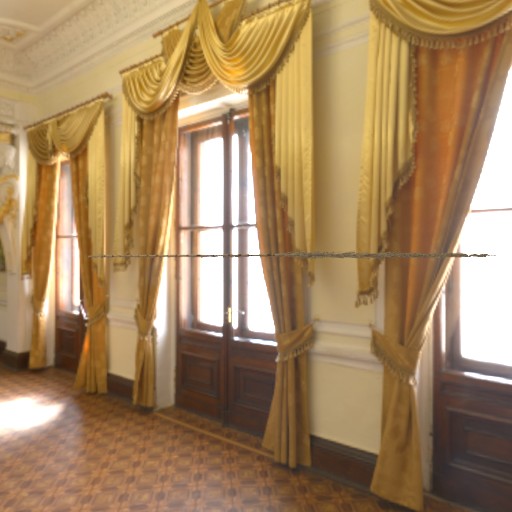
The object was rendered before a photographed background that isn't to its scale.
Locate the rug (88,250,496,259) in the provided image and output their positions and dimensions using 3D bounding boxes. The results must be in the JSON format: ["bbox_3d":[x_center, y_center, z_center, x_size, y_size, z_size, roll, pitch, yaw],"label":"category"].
[{"bbox_3d":[0.000,0.000,2.973,1.495,0.035,2.472,0,0,-37],"label":"rug"}]
